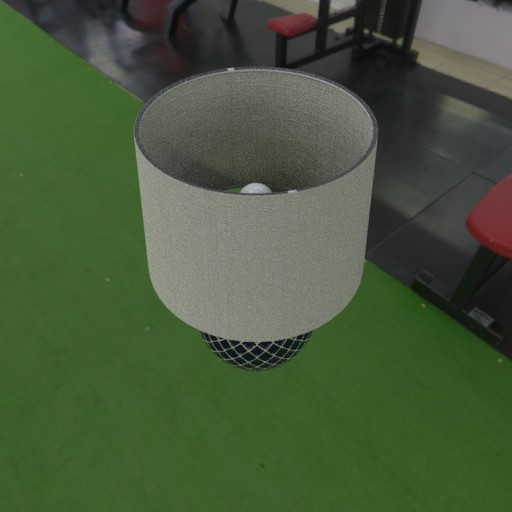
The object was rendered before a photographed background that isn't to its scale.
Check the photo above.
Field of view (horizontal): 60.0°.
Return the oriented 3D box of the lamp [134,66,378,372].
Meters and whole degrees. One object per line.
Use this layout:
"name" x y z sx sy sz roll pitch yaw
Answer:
"lamp" 0.000 0.000 0.795 0.376 0.540 0.376 0 47 0
